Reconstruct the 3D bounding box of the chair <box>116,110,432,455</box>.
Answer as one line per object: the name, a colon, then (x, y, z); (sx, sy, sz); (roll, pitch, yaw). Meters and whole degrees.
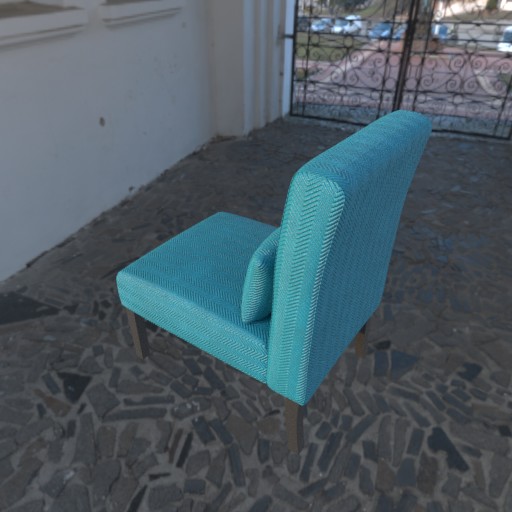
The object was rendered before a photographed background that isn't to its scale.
chair: (0.000, 0.000, 1.459); (0.808, 0.927, 0.579); (21, 39, 29)
